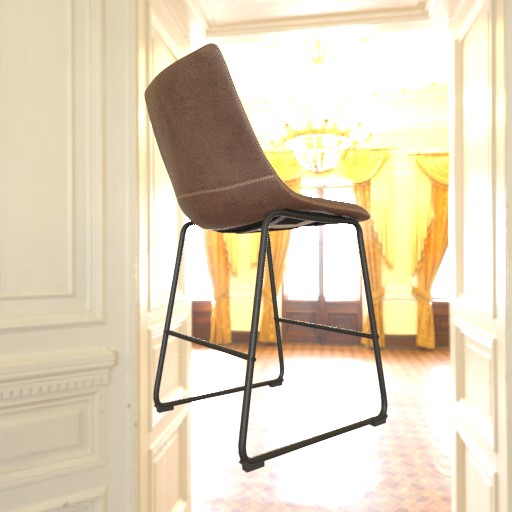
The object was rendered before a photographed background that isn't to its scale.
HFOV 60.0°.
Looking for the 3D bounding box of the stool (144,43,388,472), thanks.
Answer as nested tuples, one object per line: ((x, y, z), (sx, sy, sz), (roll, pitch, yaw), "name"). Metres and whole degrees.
((0.000, 0.000, 1.208), (0.550, 0.890, 0.460), (0, 0, -37), "stool")
